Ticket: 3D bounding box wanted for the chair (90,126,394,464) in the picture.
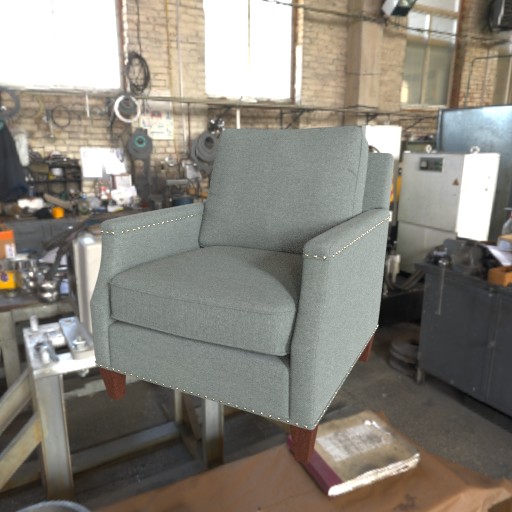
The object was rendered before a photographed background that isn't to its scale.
[{"bbox_3d":[0.000,0.000,1.808,0.885,1.031,1.031,7,16,26],"label":"chair"}]
